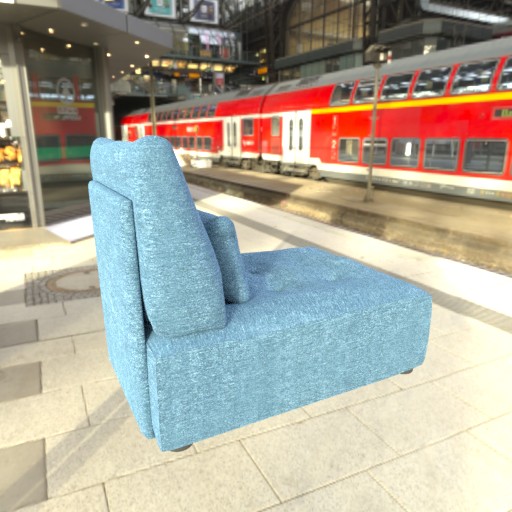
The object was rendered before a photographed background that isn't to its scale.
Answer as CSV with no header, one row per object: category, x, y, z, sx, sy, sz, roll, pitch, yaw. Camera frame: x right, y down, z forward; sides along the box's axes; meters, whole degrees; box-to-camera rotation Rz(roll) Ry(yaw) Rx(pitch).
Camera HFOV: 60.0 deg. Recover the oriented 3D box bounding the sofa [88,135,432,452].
sofa,0.000,0.000,1.551,1.000,0.820,0.700,-8,17,-27
